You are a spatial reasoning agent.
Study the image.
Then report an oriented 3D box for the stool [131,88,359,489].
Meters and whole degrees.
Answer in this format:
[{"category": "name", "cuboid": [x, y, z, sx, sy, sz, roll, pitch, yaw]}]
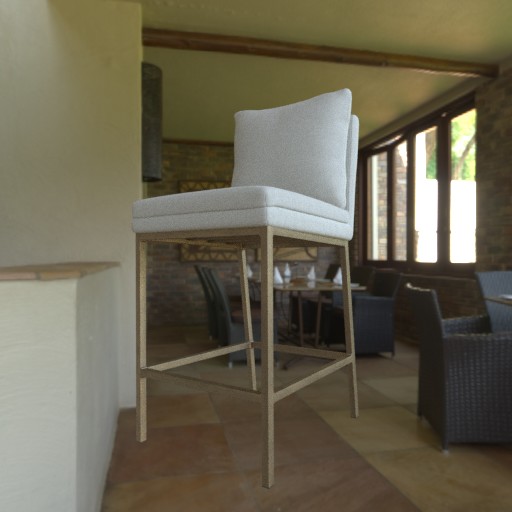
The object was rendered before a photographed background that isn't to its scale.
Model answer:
[{"category": "stool", "cuboid": [0.000, 0.000, 1.324, 0.463, 1.032, 0.572, 0, 0, 35]}]
